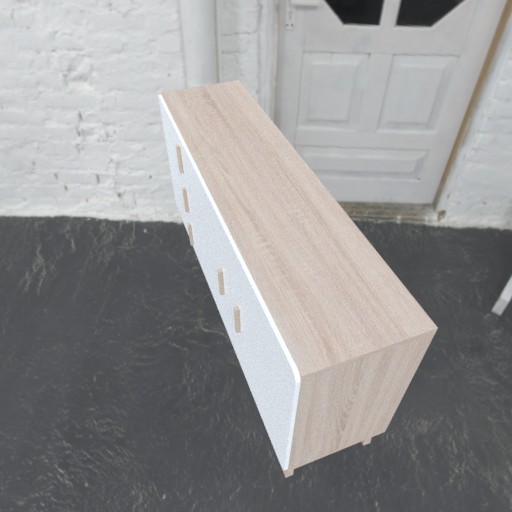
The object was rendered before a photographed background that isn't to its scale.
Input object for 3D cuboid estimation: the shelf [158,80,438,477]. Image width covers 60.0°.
[{"bbox_3d":[0.000,0.000,1.814,0.400,0.780,1.490,-15,48,-14],"label":"shelf"}]
